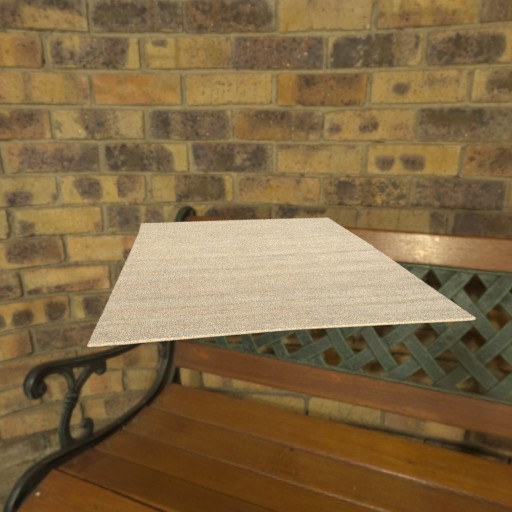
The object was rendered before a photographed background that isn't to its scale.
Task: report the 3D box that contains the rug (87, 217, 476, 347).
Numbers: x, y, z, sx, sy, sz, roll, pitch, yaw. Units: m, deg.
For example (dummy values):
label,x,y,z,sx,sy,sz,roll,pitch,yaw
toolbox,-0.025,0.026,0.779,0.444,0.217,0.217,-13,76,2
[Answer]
label,x,y,z,sx,sy,sz,roll,pitch,yaw
rug,0.000,0.000,4.774,2.757,0.051,3.626,-2,17,-8
